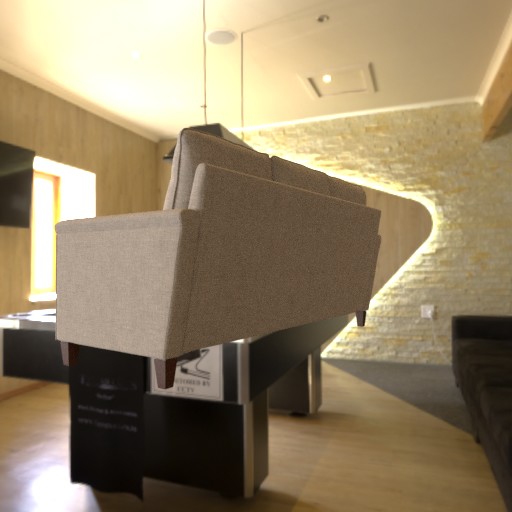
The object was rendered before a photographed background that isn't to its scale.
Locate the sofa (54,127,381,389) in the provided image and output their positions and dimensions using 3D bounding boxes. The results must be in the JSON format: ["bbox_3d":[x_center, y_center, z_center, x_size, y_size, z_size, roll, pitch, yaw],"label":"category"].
[{"bbox_3d":[0.000,0.000,2.471,0.828,0.959,1.925,0,-1,35],"label":"sofa"}]
